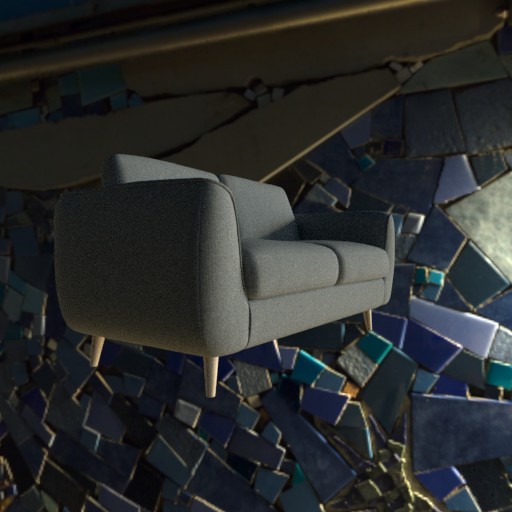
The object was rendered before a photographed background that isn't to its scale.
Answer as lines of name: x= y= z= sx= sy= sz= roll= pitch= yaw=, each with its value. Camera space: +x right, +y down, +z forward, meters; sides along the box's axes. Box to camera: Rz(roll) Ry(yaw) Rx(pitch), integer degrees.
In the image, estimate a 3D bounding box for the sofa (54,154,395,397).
sofa: x=0.000 y=0.000 z=2.171 sx=0.920 sy=0.870 sz=1.700 roll=1 pitch=2 yaw=35
